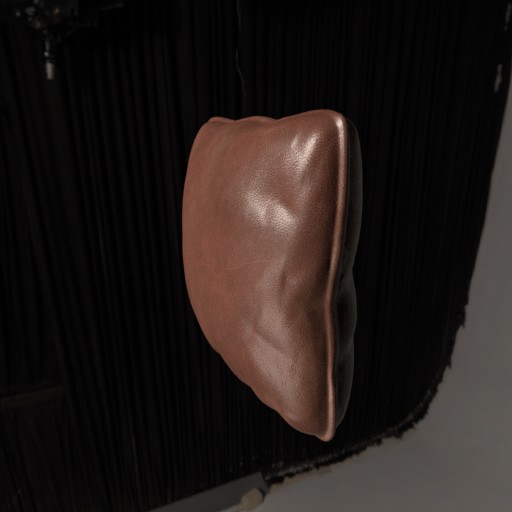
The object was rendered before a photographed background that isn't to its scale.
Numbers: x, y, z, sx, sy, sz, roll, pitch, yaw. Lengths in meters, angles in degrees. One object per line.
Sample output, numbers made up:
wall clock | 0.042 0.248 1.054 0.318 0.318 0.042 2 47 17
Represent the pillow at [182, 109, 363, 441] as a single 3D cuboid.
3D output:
pillow | 0.000 0.000 0.857 0.236 0.523 0.532 -8 18 -25
